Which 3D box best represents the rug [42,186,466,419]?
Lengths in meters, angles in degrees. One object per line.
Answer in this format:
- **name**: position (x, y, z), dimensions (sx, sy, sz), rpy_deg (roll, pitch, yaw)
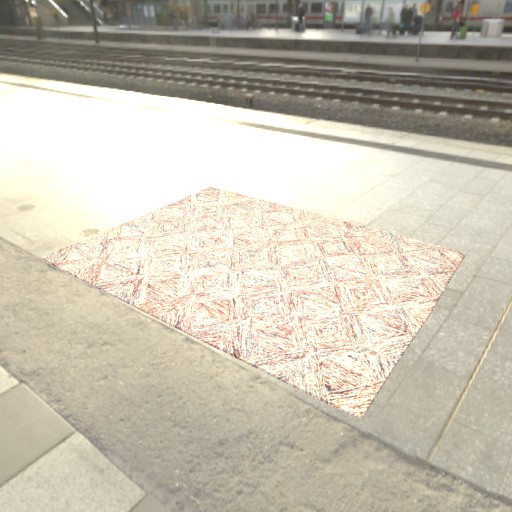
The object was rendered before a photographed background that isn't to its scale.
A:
- **rug**: position (0.000, 0.000, 4.169), dimensions (3.226, 0.024, 2.436), rpy_deg (19, 34, 31)
